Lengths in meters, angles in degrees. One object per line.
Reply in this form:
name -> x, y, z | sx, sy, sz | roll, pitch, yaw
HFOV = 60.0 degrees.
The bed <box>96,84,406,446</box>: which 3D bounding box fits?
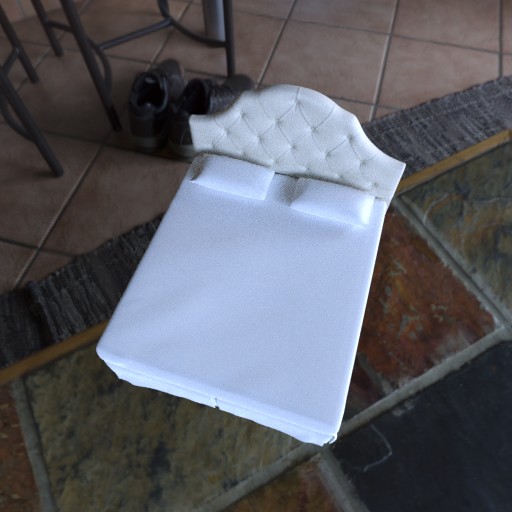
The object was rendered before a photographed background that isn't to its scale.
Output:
bed -> 0.000, 0.000, 3.580 | 2.008, 1.615, 2.214 | 15, 60, 9
